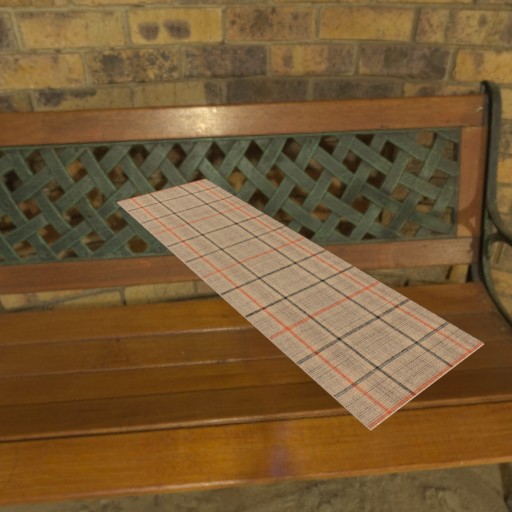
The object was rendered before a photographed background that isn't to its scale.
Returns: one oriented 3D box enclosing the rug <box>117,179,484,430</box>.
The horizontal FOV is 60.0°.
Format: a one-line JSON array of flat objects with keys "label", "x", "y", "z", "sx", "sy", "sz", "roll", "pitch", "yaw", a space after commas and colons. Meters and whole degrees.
[{"label": "rug", "x": 0.000, "y": 0.000, "z": 2.645, "sx": 0.762, "sy": 0.008, "sz": 2.439, "roll": -21, "pitch": 38, "yaw": -30}]
